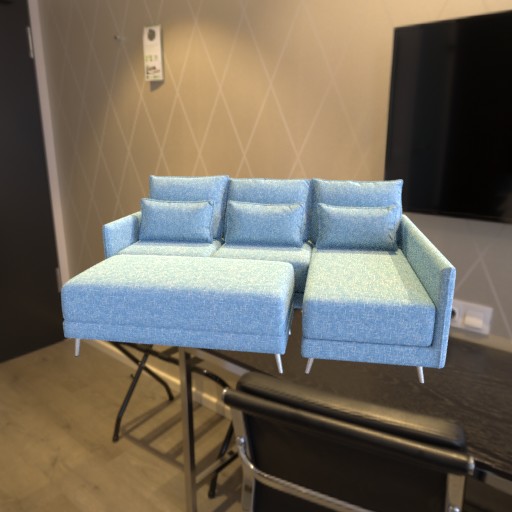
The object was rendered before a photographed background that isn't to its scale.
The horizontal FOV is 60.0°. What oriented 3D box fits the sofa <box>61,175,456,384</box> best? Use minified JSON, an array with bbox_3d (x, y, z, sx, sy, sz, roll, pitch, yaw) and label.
[{"bbox_3d":[0.000,0.000,2.822,2.034,0.899,1.420,2,15,9],"label":"sofa"}]
